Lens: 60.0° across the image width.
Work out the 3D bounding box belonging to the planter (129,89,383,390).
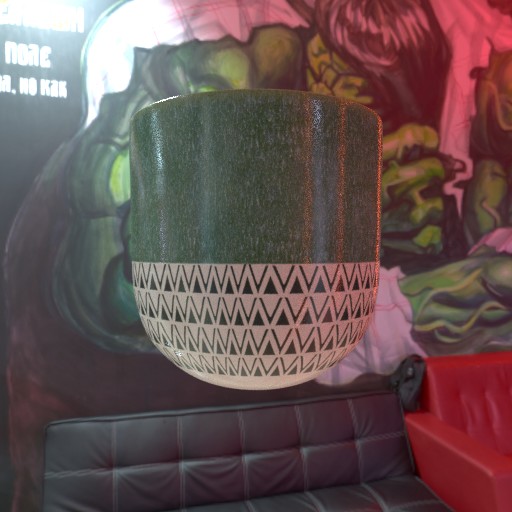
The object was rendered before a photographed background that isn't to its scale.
[{"bbox_3d":[0.000,0.000,0.485,0.266,0.270,0.266,0,1,0],"label":"planter"}]
